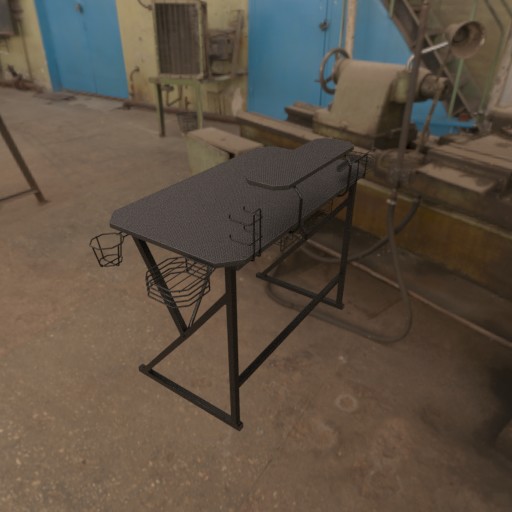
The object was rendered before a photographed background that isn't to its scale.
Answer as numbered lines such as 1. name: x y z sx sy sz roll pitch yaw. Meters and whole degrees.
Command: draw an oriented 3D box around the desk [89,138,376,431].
1. desk: 0.000 0.000 1.782 0.580 0.880 1.290 20 36 29
